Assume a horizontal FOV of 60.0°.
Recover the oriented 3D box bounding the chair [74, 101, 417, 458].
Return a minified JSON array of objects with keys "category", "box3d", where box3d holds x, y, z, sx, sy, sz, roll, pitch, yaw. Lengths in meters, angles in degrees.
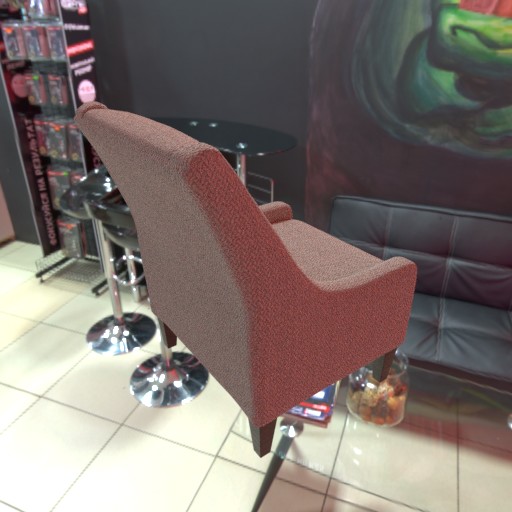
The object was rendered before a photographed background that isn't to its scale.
[{"category":"chair","box3d":[0.000,0.000,1.550,0.870,1.014,0.774,-19,33,-31]}]
